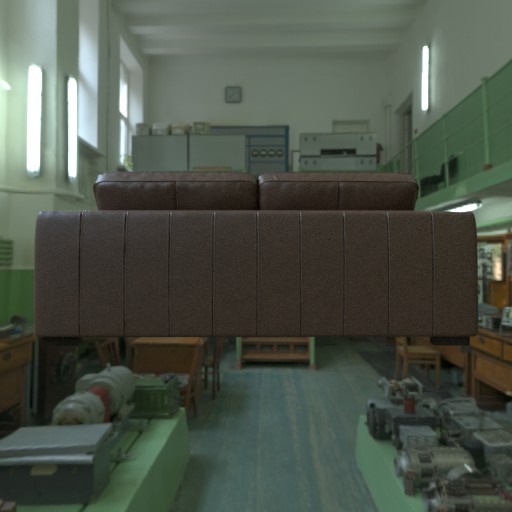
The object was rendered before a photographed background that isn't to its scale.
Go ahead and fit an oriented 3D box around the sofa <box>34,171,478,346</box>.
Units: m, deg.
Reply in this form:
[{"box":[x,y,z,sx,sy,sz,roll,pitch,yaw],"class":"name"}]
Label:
[{"box":[0.000,0.000,2.420,1.920,0.800,1.070,0,-1,0],"class":"sofa"}]
